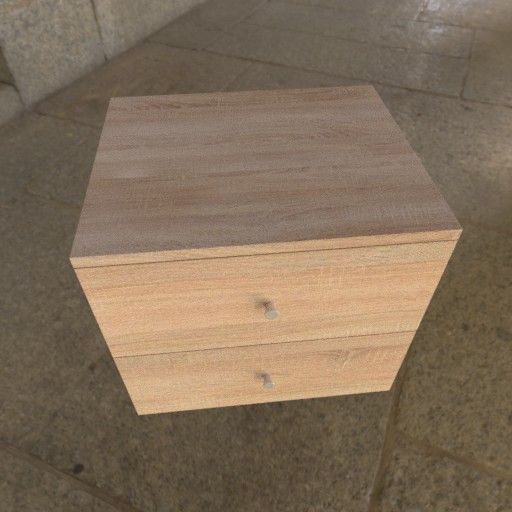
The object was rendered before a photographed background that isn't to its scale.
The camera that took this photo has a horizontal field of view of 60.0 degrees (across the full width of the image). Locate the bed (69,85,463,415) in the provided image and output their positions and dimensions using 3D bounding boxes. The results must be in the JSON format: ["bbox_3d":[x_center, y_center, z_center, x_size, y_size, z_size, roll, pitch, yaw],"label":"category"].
[{"bbox_3d":[0.000,0.000,0.790,0.460,0.420,0.401,-4,46,-4],"label":"bed"}]
